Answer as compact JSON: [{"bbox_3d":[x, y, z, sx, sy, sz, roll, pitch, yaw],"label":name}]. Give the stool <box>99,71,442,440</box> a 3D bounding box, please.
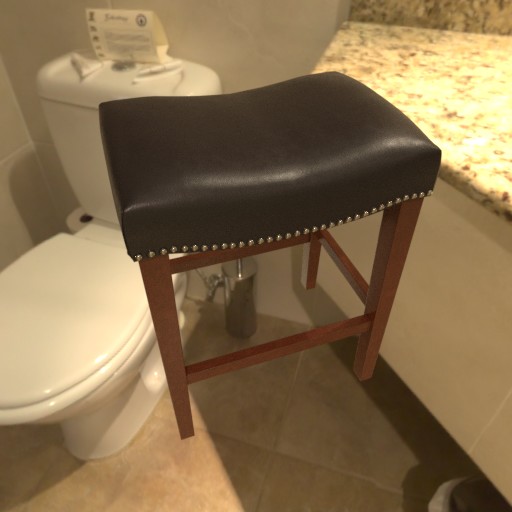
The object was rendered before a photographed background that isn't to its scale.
[{"bbox_3d":[0.000,0.000,0.950,0.504,0.654,0.372,-13,44,-14],"label":"stool"}]
